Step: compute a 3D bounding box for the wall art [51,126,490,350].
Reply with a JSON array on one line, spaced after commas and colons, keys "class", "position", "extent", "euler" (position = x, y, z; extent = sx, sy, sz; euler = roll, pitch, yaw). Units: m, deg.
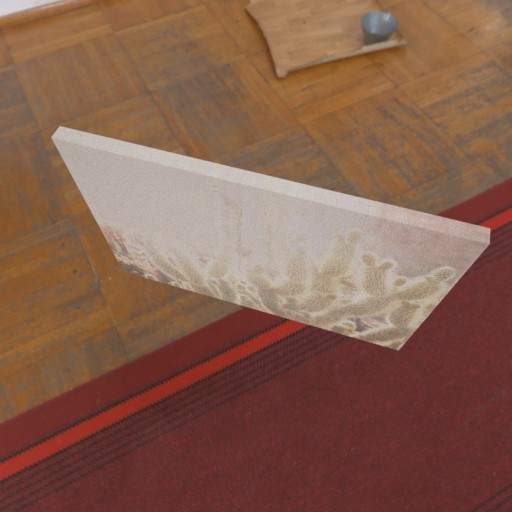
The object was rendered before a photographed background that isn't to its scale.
[{"class": "wall art", "position": [0.000, 0.000, 1.158], "extent": [0.916, 0.608, 0.040], "euler": [15, 61, 9]}]
